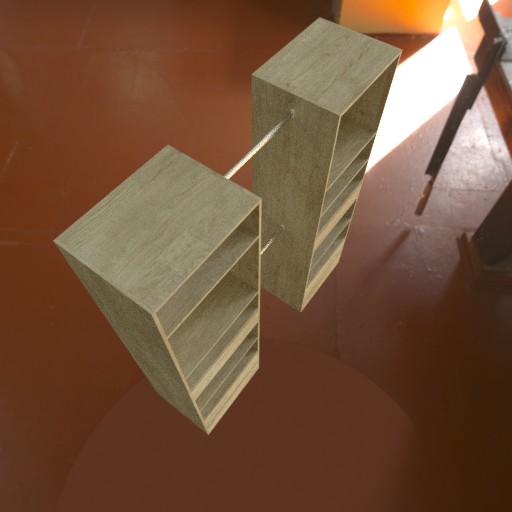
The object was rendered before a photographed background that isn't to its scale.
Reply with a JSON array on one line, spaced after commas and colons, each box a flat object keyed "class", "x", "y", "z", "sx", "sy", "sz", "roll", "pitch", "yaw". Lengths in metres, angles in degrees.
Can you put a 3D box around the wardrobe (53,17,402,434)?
[{"class": "wardrobe", "x": 0.000, "y": 0.000, "z": 2.721, "sx": 0.480, "sy": 2.000, "sz": 1.770, "roll": 32, "pitch": 63, "yaw": 19}]
